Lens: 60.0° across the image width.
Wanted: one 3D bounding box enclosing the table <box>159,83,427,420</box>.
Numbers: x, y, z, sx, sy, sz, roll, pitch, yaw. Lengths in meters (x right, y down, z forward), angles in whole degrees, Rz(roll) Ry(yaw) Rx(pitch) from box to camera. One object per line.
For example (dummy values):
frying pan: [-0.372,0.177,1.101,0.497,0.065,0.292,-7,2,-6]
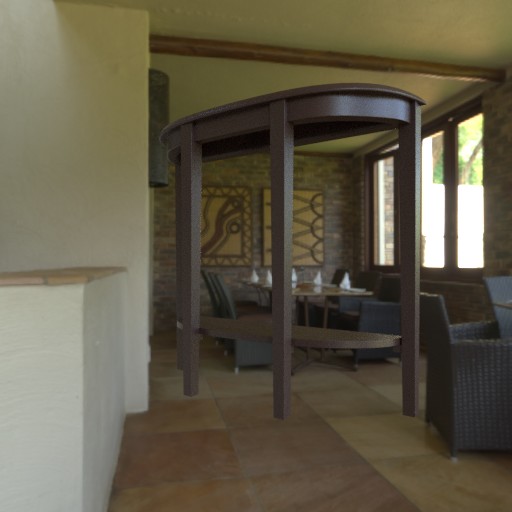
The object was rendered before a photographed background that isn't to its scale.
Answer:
table: [0.000,0.000,1.312,0.909,0.831,0.274,0,-1,36]
